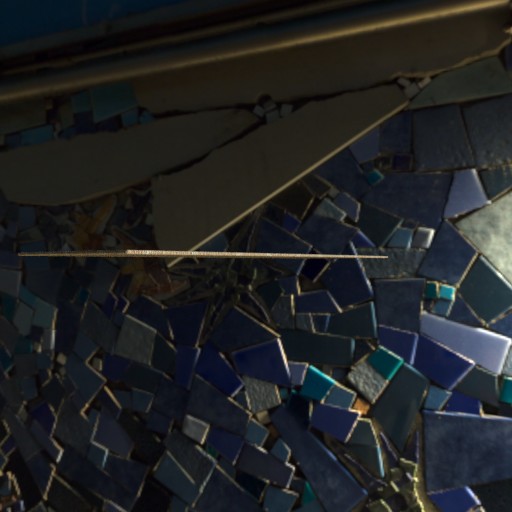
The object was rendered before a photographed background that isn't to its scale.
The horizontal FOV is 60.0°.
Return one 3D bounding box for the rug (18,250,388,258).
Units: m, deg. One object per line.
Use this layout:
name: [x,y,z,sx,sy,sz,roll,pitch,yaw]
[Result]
rug: [0.000,0.000,2.493,0.691,0.013,2.289,0,-1,36]
